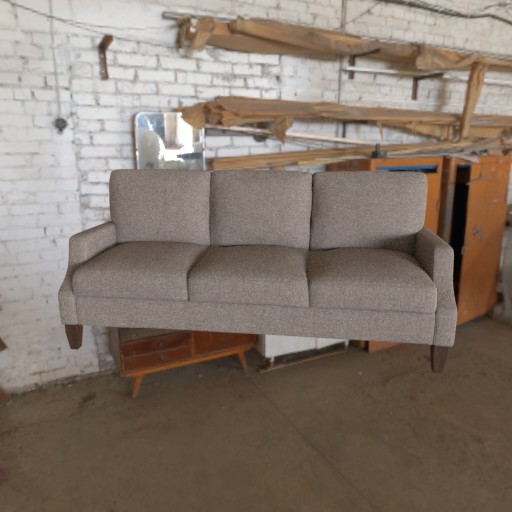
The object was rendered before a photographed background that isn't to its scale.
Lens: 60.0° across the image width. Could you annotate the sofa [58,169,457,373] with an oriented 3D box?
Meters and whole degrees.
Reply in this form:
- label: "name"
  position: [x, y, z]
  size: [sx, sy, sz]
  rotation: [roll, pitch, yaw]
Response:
- label: "sofa"
  position: [0.000, 0.000, 2.659]
  size: [2.115, 0.984, 0.888]
  rotation: [2, 15, 8]
